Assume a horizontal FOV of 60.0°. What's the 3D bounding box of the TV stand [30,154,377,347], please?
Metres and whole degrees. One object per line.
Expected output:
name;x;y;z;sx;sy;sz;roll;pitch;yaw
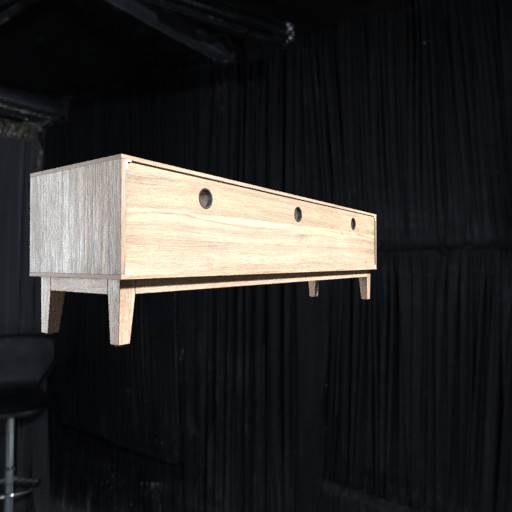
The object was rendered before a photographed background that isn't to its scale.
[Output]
TV stand;0.000;0.000;1.631;0.366;0.409;1.482;0;-1;35
